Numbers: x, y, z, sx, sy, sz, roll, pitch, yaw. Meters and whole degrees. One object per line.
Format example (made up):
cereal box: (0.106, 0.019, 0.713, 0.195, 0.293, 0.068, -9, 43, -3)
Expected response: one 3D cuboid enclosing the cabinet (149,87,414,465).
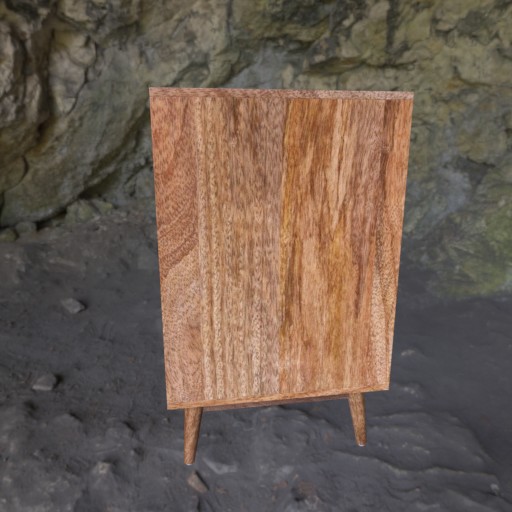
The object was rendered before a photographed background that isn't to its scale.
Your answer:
cabinet: (0.000, 0.000, 1.165, 0.473, 0.758, 0.647, -2, 15, -9)
